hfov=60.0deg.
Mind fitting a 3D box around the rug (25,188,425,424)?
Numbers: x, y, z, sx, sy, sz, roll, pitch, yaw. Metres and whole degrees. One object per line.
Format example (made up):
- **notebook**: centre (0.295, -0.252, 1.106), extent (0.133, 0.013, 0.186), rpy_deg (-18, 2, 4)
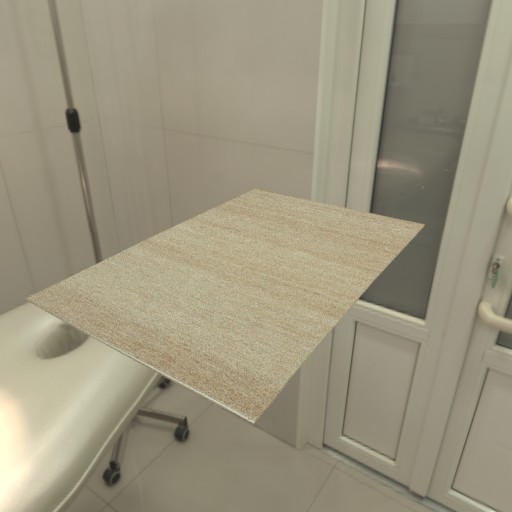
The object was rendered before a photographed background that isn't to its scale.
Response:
- **rug**: centre (0.000, 0.000, 2.965), extent (1.574, 0.029, 2.346), rpy_deg (18, 32, 30)
